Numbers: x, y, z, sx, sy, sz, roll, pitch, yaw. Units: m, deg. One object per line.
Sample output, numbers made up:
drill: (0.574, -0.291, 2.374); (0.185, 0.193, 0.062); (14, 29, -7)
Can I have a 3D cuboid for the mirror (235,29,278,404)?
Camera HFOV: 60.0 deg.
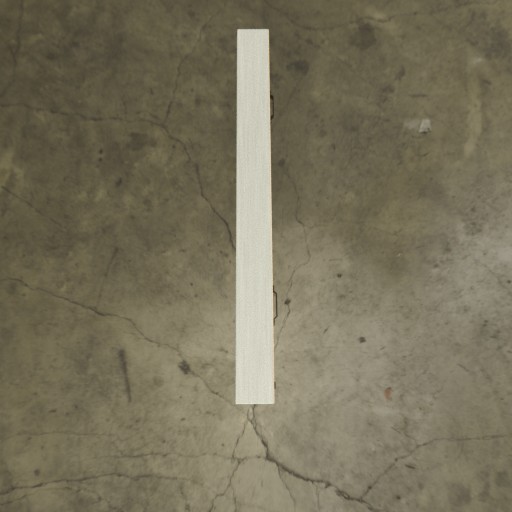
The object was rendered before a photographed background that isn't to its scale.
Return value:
mirror: (0.000, 0.000, 0.701); (0.041, 0.508, 0.405); (0, 76, 0)
